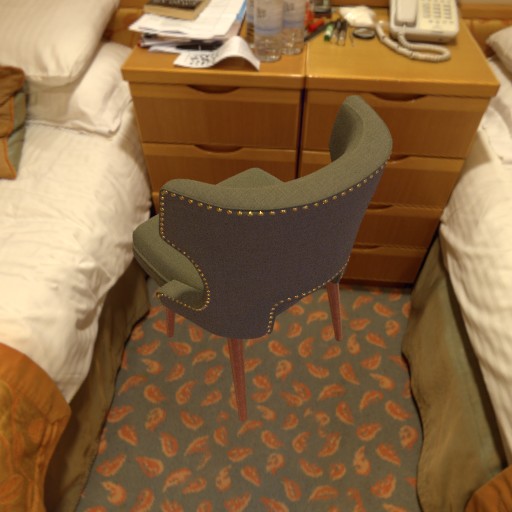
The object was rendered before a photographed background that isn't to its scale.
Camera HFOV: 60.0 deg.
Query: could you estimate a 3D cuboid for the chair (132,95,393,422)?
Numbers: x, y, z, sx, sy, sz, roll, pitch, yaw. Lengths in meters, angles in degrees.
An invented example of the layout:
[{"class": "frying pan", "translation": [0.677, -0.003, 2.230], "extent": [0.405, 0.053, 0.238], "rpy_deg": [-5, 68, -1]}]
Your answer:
[{"class": "chair", "translation": [0.000, 0.000, 1.270], "extent": [0.595, 0.863, 0.581], "rpy_deg": [-32, 54, -27]}]
